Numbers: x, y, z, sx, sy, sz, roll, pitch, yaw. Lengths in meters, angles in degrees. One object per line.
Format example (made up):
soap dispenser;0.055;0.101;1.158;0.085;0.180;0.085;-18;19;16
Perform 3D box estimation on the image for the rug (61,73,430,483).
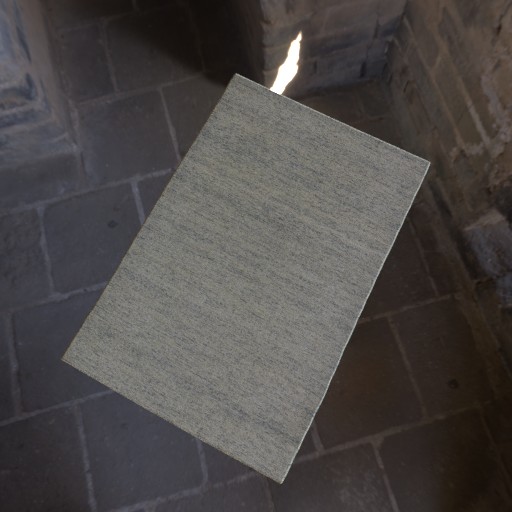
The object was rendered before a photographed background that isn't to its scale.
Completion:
rug;0.000;0.000;2.862;1.523;0.017;2.263;27;78;6
